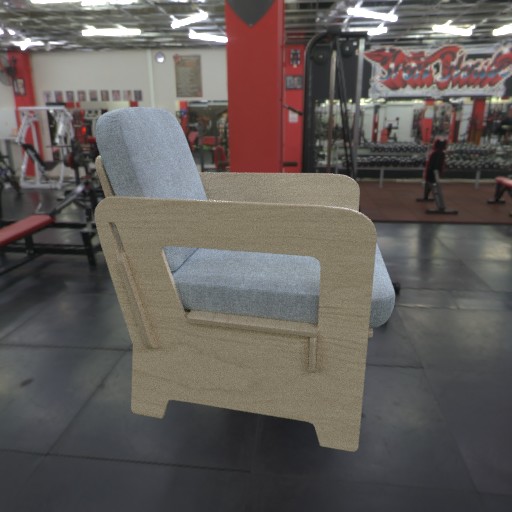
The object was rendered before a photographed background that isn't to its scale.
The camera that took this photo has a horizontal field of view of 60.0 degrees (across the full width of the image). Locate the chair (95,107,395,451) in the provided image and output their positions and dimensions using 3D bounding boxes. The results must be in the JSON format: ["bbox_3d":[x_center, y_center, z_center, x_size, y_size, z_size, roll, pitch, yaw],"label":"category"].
[{"bbox_3d":[0.000,0.000,1.256,0.710,0.800,0.590,3,18,9],"label":"chair"}]
